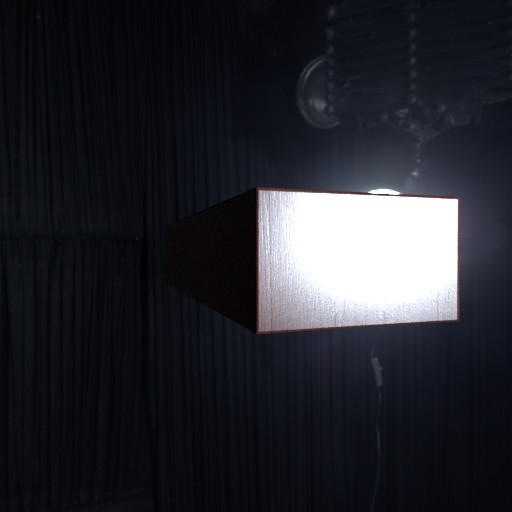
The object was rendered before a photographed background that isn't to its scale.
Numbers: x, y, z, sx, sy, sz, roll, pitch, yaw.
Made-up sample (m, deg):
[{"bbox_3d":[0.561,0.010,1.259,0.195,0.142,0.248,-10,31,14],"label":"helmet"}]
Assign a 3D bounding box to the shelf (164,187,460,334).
[{"bbox_3d":[0.000,0.000,0.508,0.152,0.088,0.457,0,1,-18],"label":"shelf"}]
